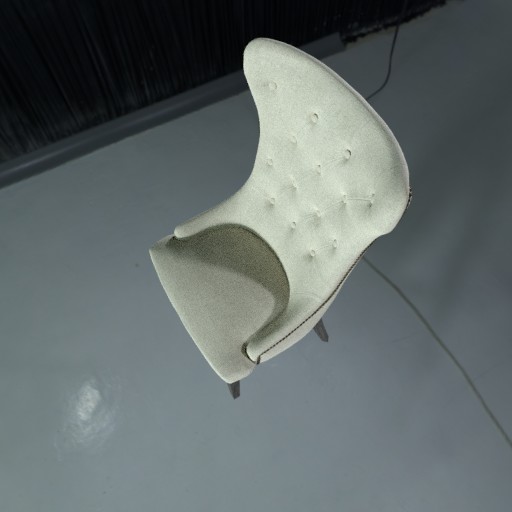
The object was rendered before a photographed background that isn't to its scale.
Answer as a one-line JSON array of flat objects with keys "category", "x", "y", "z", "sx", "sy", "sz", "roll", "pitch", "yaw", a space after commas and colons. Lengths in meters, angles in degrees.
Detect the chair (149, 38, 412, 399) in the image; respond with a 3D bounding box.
[{"category": "chair", "x": 0.000, "y": 0.000, "z": 1.394, "sx": 0.590, "sy": 1.065, "sz": 0.584, "roll": -29, "pitch": 67, "yaw": -14}]
